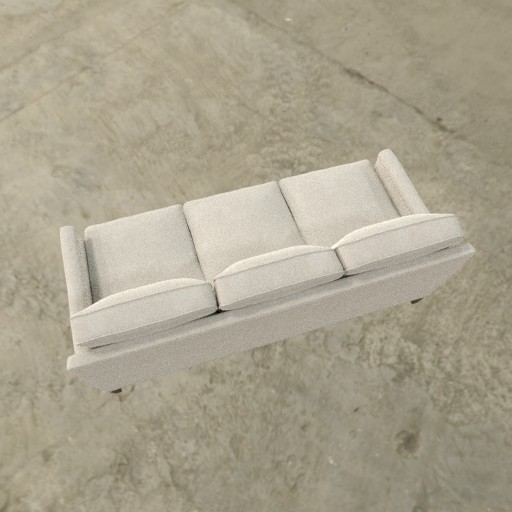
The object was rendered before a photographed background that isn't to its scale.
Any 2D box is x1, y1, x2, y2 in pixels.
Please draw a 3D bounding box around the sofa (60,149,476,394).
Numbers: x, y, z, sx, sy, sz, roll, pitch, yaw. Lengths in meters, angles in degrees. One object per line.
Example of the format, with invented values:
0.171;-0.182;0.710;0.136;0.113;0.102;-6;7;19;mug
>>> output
0.000;0.000;2.768;2.246;1.003;1.084;-15;61;-9;sofa
